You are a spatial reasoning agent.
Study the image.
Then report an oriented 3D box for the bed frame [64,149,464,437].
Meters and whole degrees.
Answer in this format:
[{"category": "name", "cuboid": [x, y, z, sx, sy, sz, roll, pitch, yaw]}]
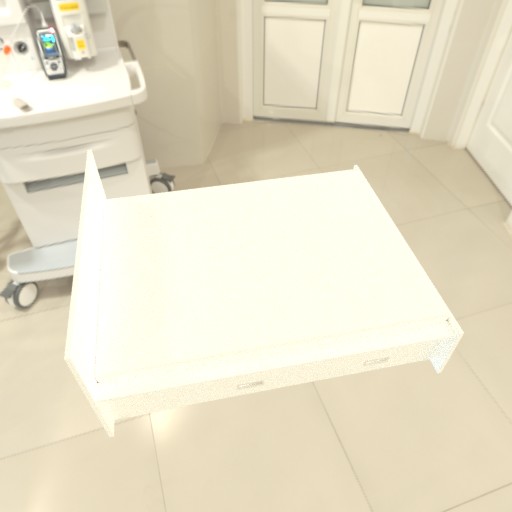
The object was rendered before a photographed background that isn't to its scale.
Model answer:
[{"category": "bed frame", "cuboid": [0.000, 0.000, 2.820, 1.960, 0.800, 1.622, -8, 46, -8]}]
